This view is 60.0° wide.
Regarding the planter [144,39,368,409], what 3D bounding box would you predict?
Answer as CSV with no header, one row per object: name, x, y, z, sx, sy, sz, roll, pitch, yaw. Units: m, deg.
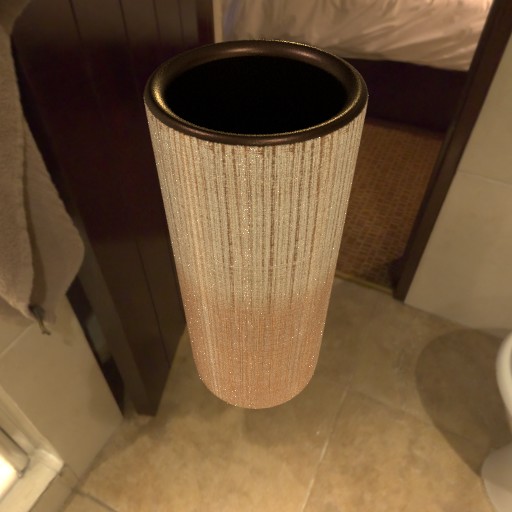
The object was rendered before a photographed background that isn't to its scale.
planter,0.000,0.000,0.280,0.100,0.227,0.100,-8,47,-7
